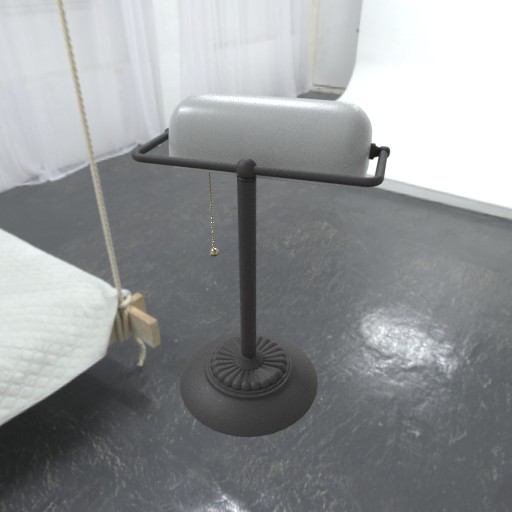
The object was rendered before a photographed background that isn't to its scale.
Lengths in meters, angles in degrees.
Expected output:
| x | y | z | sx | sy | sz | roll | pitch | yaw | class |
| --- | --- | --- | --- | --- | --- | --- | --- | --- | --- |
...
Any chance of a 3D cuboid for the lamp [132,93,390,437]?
| x | y | z | sx | sy | sz | roll | pitch | yaw | class |
| --- | --- | --- | --- | --- | --- | --- | --- | --- | --- |
| 0.000 | 0.000 | 0.520 | 0.264 | 0.339 | 0.243 | 9 | 33 | 14 | lamp |
